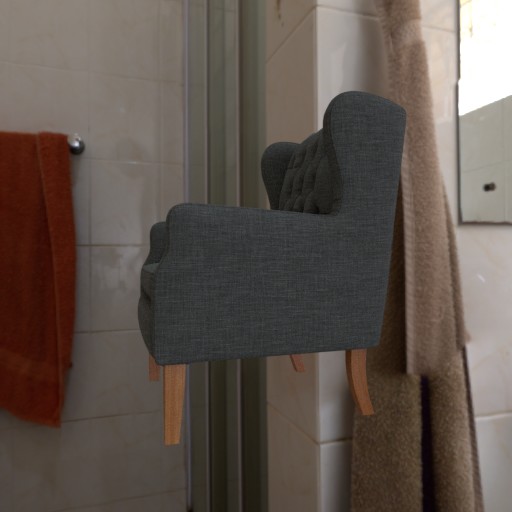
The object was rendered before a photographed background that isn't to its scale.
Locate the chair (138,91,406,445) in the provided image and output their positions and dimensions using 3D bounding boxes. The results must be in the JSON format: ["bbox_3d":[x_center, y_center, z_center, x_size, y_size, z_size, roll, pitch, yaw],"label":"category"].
[{"bbox_3d":[0.000,0.000,1.514,0.775,0.953,0.711,0,0,-17],"label":"chair"}]
